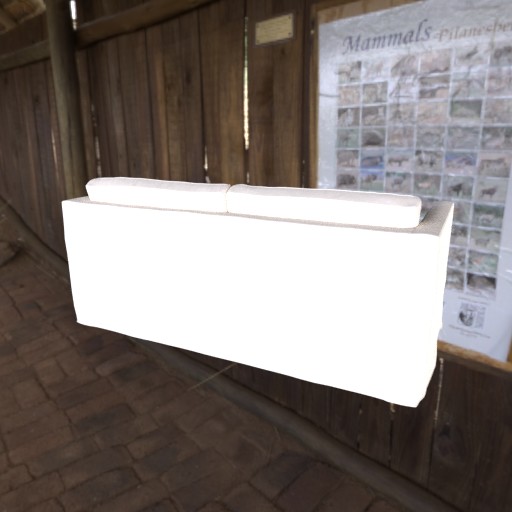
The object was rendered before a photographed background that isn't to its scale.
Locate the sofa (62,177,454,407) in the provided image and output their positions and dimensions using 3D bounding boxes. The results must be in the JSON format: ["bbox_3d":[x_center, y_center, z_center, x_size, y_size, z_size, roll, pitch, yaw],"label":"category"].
[{"bbox_3d":[0.000,0.000,2.498,1.987,0.870,0.940,8,17,25],"label":"sofa"}]
